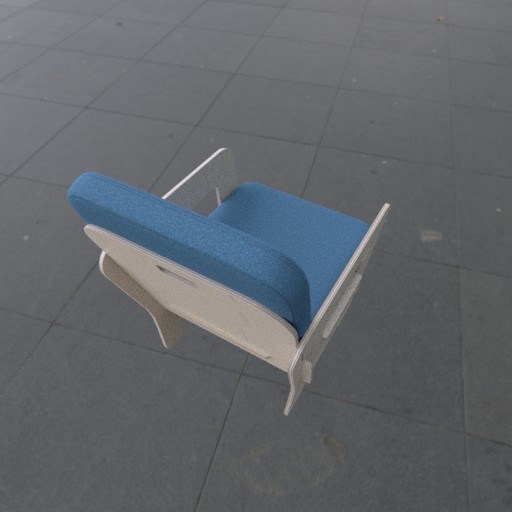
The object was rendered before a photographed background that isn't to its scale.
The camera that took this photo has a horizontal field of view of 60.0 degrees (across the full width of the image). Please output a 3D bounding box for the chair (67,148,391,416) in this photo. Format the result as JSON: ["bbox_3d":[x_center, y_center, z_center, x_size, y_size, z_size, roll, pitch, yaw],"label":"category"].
[{"bbox_3d":[0.000,0.000,1.182,0.547,0.747,0.657,23,51,21],"label":"chair"}]
